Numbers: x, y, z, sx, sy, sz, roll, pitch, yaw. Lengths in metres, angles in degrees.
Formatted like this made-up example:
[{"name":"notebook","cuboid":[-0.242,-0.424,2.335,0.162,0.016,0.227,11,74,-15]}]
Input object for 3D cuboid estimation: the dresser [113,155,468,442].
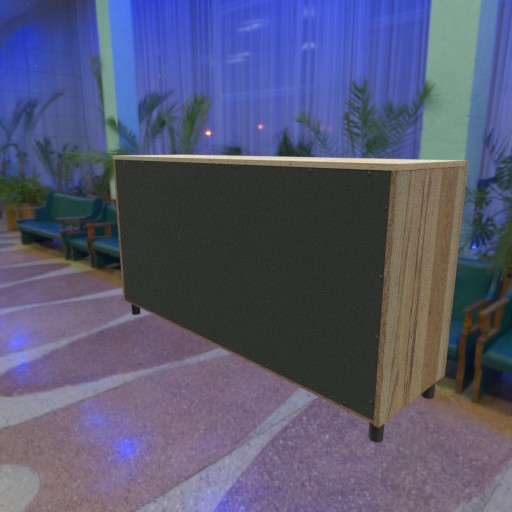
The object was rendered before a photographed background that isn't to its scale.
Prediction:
[{"name":"dresser","cuboid":[0.000,0.000,1.921,0.487,0.834,1.547,-13,19,-42]}]
